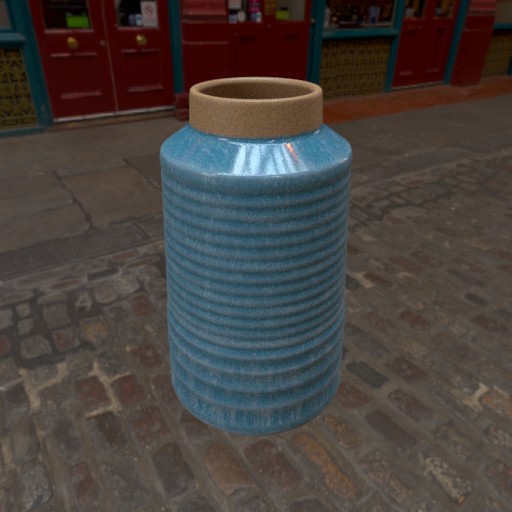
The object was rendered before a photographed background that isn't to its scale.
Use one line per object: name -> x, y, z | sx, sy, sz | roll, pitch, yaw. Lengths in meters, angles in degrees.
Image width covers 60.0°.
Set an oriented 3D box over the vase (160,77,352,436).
vase -> 0.000, 0.000, 0.370 | 0.163, 0.267, 0.163 | 0, 30, 0
